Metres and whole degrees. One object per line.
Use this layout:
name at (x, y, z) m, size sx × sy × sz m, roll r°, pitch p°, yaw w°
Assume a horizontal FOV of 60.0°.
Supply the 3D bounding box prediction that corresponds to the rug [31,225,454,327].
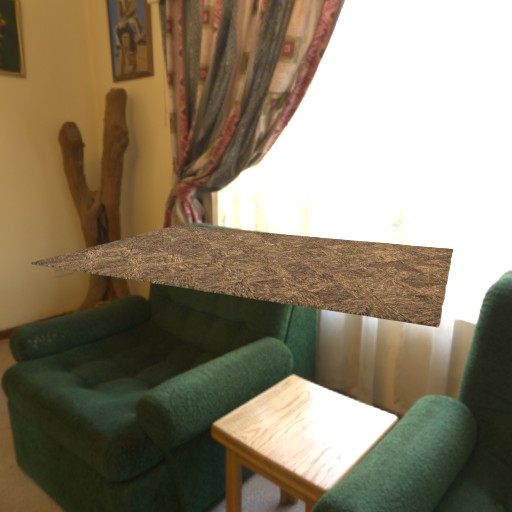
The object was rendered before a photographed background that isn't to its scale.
rug at (0.000, 0.000, 2.252) m, size 1.808 × 0.011 × 1.189 m, roll 6°, pitch 15°, yaw 25°
